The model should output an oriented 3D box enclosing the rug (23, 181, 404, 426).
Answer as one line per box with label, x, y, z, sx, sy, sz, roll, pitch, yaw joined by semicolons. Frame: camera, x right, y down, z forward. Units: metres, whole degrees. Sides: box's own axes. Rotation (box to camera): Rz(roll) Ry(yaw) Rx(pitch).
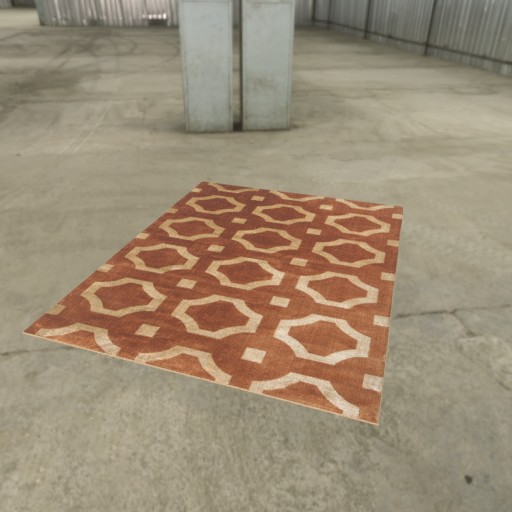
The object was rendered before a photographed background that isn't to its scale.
rug;0.000;0.000;4.039;2.466;0.021;3.049;10;32;16
